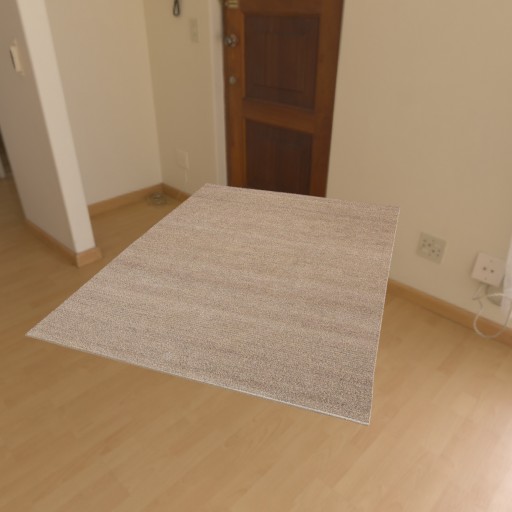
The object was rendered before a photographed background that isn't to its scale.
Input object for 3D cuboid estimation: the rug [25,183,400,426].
[{"bbox_3d":[0.000,0.000,4.199,2.467,0.046,3.245,10,32,16],"label":"rug"}]
